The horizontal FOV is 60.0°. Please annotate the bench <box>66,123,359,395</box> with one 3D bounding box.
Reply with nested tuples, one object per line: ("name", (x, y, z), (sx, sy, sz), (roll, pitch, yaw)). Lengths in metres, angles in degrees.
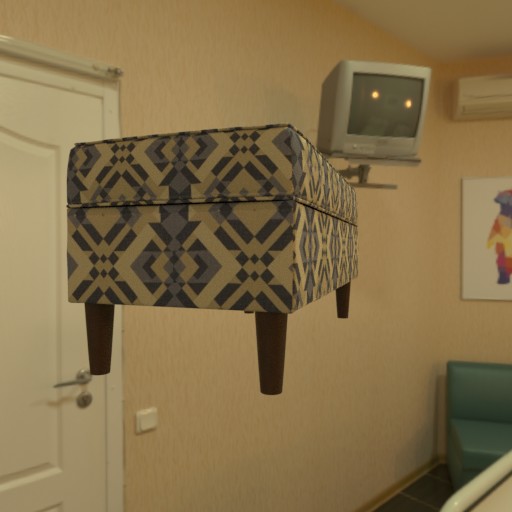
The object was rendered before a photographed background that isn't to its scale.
("bench", (0.000, 0.000, 1.295), (0.492, 0.477, 1.016), (0, 1, 19))
